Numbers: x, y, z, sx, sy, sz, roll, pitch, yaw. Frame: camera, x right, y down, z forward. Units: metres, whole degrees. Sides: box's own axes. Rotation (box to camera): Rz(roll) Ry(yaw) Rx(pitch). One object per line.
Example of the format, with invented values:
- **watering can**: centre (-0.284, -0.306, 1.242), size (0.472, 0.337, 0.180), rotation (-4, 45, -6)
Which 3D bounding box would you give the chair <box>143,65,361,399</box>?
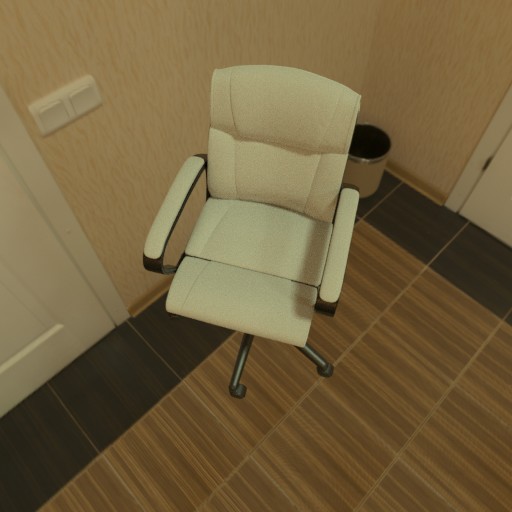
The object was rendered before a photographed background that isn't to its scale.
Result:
- **chair**: centre (0.000, 0.000, 1.519), size (0.739, 1.004, 0.717), rotation (14, 59, 9)
